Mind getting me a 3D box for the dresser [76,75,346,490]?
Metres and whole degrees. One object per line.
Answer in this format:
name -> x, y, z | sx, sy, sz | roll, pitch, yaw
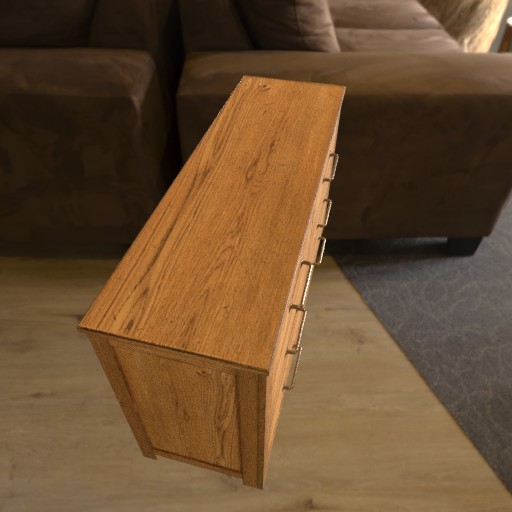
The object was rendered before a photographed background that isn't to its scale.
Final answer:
dresser -> 0.000, 0.000, 2.029 | 0.563, 0.932, 1.657 | 10, 46, 10
